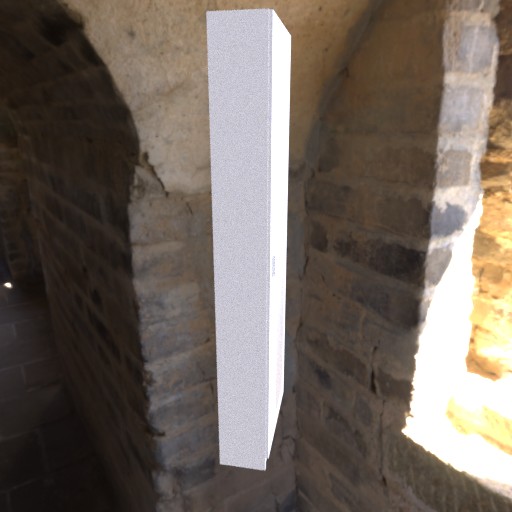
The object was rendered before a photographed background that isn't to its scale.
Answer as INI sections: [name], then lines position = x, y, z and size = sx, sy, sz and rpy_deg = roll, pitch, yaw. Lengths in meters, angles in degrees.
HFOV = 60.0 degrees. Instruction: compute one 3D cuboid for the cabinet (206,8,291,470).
[cabinet]
position = 0.000, 0.000, 1.908
size = 0.230, 1.790, 0.500
rpy_deg = 3, 18, 10
